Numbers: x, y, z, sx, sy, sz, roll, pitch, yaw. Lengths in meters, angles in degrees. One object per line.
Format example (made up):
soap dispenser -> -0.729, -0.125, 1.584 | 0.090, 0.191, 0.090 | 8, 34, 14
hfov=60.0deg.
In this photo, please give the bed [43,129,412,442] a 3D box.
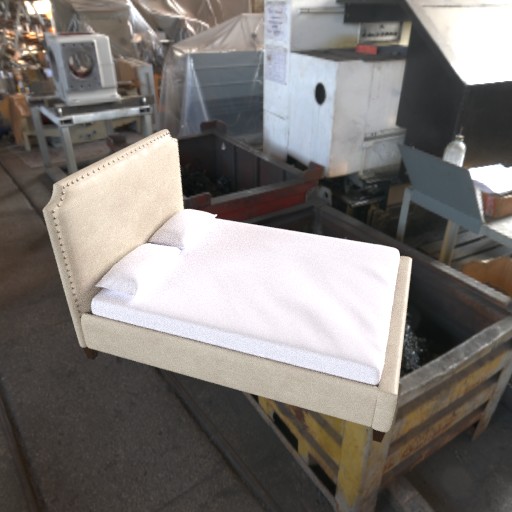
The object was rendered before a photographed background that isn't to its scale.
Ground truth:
bed -> 0.000, 0.000, 3.488 | 2.372, 1.443, 1.712 | 10, 32, 17
